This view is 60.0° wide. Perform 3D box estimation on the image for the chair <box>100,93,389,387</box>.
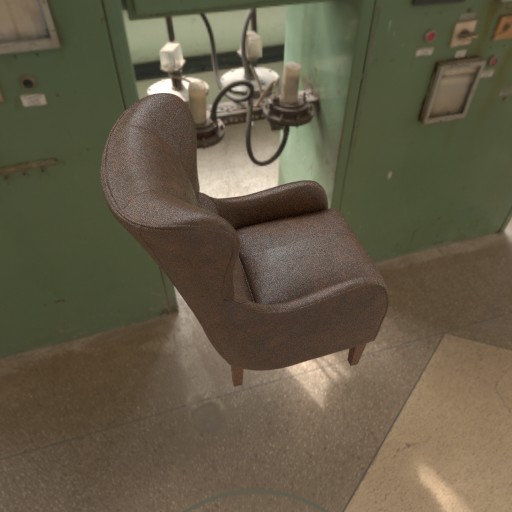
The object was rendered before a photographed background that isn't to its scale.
[{"bbox_3d":[0.000,0.000,1.664,0.914,1.048,0.692,-12,48,-11],"label":"chair"}]
